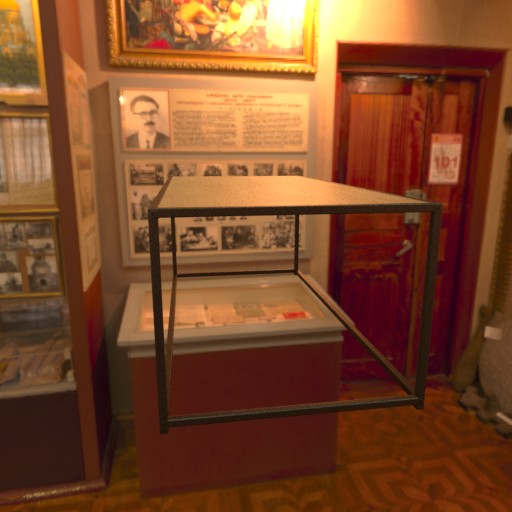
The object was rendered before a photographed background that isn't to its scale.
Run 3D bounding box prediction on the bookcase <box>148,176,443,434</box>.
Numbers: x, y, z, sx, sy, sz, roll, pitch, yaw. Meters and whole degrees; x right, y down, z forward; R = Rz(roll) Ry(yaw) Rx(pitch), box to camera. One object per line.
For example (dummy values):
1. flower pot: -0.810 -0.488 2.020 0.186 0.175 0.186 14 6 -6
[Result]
1. bookcase: 0.000 0.000 1.255 0.500 0.400 1.000 -2 13 -9
